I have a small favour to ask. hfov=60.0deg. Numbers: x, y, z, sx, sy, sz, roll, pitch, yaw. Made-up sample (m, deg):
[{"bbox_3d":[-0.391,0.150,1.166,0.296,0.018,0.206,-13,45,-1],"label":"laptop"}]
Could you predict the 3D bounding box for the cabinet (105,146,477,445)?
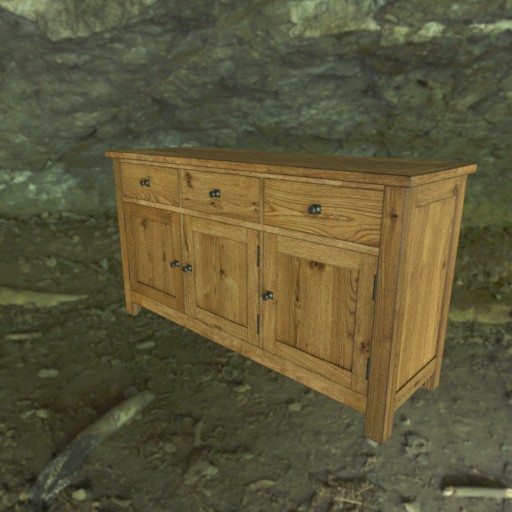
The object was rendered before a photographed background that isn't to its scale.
[{"bbox_3d":[0.000,0.000,1.838,1.474,0.813,0.480,15,22,41],"label":"cabinet"}]
